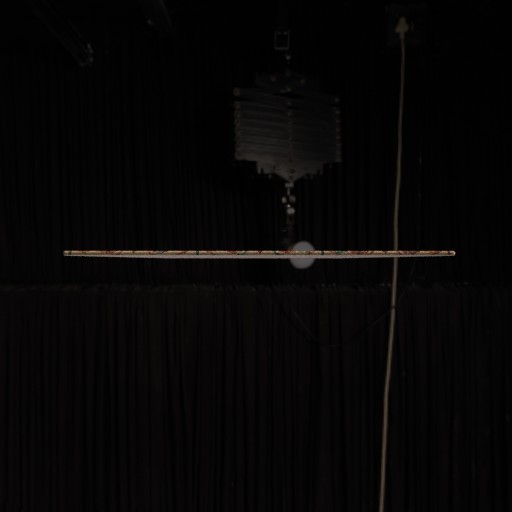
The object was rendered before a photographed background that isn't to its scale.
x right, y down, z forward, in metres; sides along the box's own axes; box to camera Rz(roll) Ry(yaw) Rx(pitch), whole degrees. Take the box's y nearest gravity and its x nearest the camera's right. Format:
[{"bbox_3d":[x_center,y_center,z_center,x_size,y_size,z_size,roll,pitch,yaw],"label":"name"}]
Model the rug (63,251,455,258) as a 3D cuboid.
[{"bbox_3d":[0.000,0.000,2.880,1.541,0.018,2.297,0,-1,-1],"label":"rug"}]
